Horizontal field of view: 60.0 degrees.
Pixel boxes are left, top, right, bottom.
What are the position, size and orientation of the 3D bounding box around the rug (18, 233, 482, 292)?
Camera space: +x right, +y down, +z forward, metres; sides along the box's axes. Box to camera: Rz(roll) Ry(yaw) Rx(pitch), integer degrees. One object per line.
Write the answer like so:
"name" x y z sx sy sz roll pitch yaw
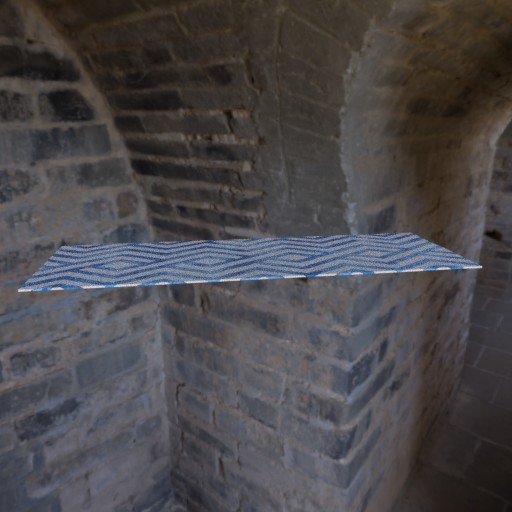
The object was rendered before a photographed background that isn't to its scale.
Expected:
"rug" 0.000 0.000 1.644 1.492 0.007 0.503 -3 17 -8
